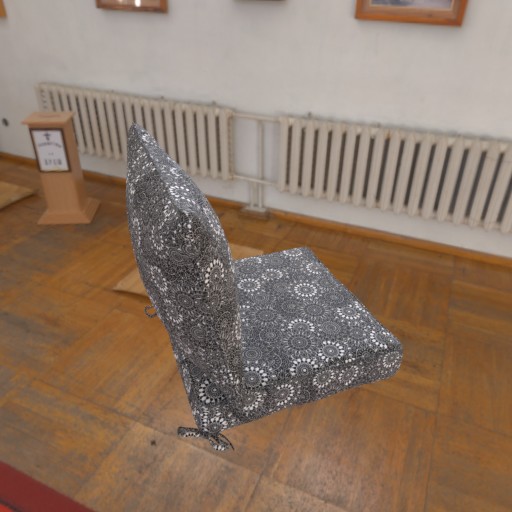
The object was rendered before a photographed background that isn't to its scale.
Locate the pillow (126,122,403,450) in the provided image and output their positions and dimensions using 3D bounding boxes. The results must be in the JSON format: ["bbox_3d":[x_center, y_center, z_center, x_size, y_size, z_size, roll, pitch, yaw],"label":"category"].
[{"bbox_3d":[0.000,0.000,1.402,0.740,0.722,0.798,-11,32,-18],"label":"pillow"}]
